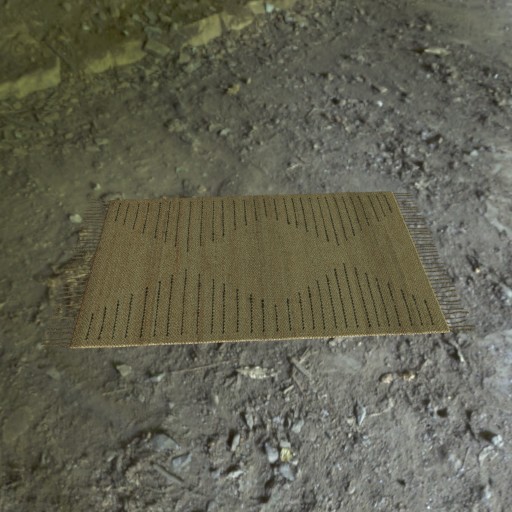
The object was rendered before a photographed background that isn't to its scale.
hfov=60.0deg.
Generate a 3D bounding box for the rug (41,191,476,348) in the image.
[{"bbox_3d":[0.000,0.000,2.034,1.718,0.017,0.905,-2,47,-2],"label":"rug"}]
